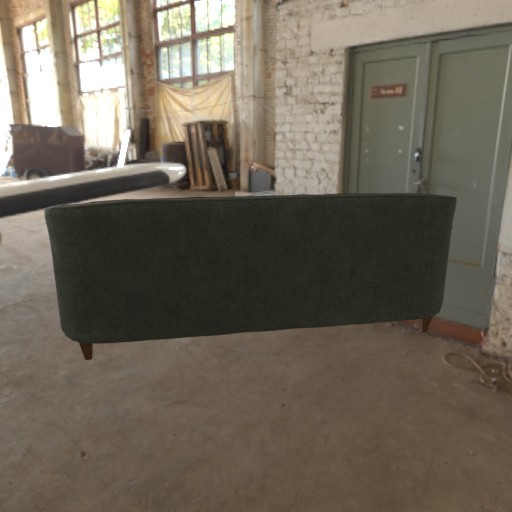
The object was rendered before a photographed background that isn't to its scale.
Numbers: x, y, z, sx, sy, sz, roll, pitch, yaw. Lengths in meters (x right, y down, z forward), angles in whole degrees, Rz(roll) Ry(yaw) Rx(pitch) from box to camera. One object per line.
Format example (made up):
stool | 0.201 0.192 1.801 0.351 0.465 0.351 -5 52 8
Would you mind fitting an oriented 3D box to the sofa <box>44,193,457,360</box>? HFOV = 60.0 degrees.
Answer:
sofa | 0.000 0.000 2.758 2.278 0.855 0.941 -3 15 -10
